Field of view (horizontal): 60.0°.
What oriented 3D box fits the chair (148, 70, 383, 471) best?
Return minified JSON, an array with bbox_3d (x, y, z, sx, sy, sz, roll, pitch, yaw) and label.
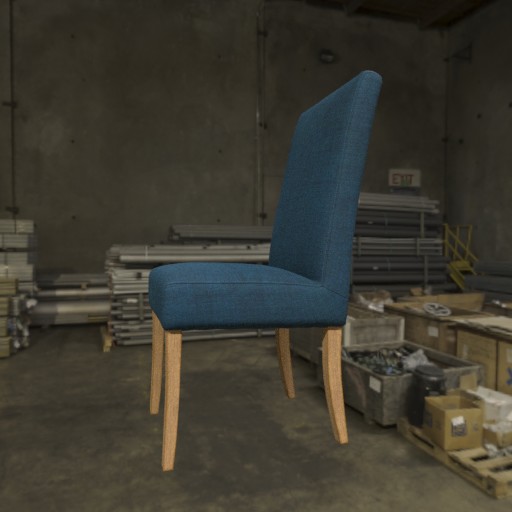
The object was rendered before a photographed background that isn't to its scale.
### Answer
[{"bbox_3d":[0.000,0.000,1.345,0.610,1.029,0.450,0,2,-18],"label":"chair"}]
